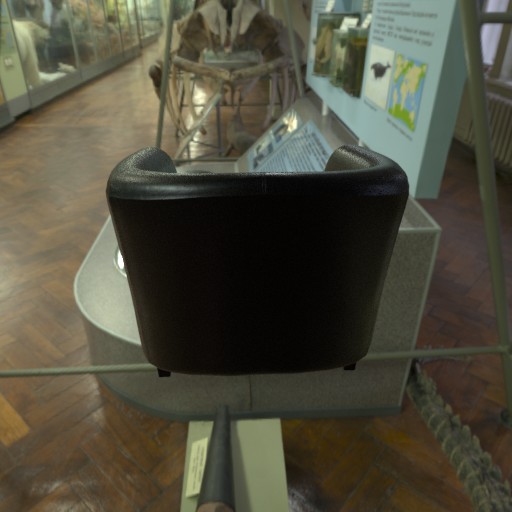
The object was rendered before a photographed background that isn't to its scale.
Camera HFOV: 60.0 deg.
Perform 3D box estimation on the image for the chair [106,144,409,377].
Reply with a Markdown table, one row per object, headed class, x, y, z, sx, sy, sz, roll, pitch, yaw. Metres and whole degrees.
| class | x | y | z | sx | sy | sz | roll | pitch | yaw |
| --- | --- | --- | --- | --- | --- | --- | --- | --- | --- |
| chair | 0.000 | 0.000 | 1.389 | 0.793 | 0.756 | 0.727 | -1 | 29 | -3 |
